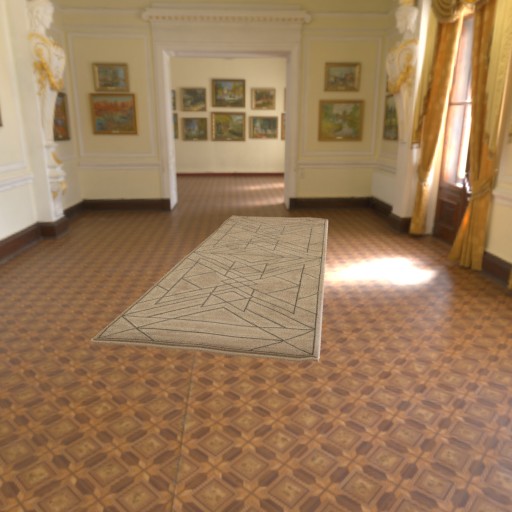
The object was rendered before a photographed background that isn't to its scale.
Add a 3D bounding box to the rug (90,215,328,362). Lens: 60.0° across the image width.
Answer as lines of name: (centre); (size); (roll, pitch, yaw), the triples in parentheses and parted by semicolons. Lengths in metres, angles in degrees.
rug: (0.000, 0.000, 2.670); (0.831, 0.036, 2.381); (3, 16, 9)
